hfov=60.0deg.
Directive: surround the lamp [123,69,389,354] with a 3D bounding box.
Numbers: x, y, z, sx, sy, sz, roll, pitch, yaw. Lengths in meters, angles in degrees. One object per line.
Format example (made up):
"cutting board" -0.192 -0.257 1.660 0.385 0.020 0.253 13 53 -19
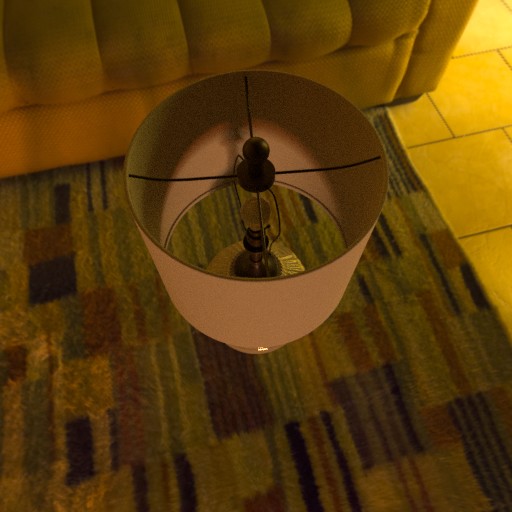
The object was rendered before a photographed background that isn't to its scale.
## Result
"lamp" 0.000 0.000 0.755 0.318 0.567 0.318 0 63 0
